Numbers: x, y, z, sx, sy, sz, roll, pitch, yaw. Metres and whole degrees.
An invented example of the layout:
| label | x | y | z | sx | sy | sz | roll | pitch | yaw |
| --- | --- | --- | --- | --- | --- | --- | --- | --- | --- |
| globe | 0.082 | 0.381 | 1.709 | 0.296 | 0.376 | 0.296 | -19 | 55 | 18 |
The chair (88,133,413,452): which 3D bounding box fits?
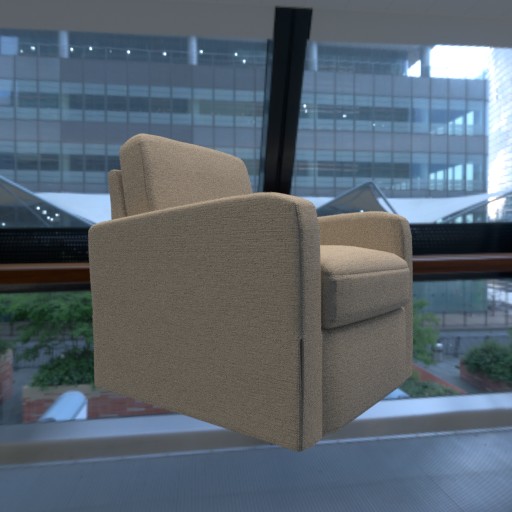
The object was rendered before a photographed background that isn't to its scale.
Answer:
| label | x | y | z | sx | sy | sz | roll | pitch | yaw |
| --- | --- | --- | --- | --- | --- | --- | --- | --- | --- |
| chair | 0.000 | 0.000 | 1.485 | 0.888 | 0.827 | 0.755 | 1 | 1 | 37 |
